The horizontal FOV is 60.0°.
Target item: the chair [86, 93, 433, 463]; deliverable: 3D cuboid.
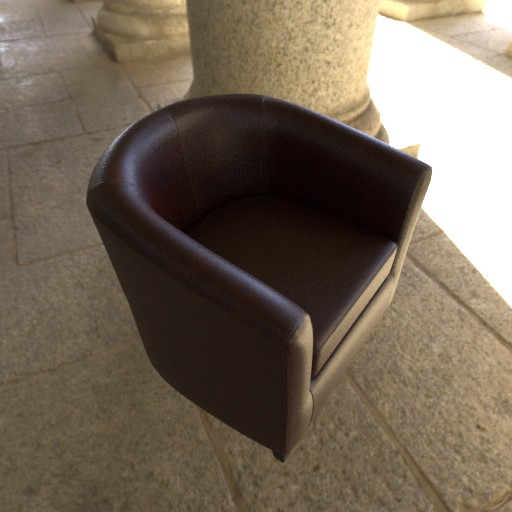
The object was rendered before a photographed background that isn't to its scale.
[{"bbox_3d":[0.000,0.000,1.349,0.727,0.756,0.792,25,47,26],"label":"chair"}]
